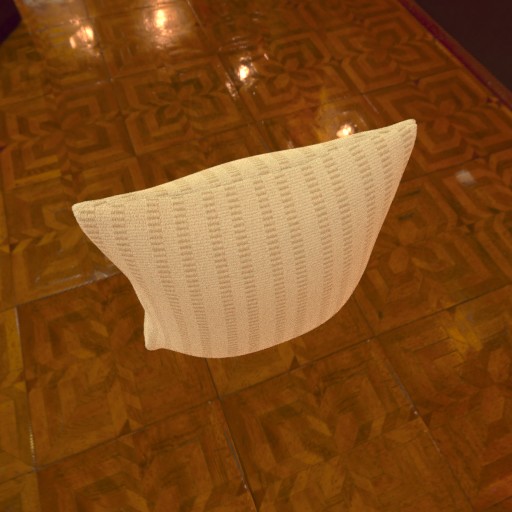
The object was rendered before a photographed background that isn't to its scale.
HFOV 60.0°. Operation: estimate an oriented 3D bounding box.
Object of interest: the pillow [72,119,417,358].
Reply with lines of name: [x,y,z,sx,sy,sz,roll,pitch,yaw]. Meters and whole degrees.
pillow: [0.000,0.000,0.698,0.438,0.419,0.247,-17,60,-10]
